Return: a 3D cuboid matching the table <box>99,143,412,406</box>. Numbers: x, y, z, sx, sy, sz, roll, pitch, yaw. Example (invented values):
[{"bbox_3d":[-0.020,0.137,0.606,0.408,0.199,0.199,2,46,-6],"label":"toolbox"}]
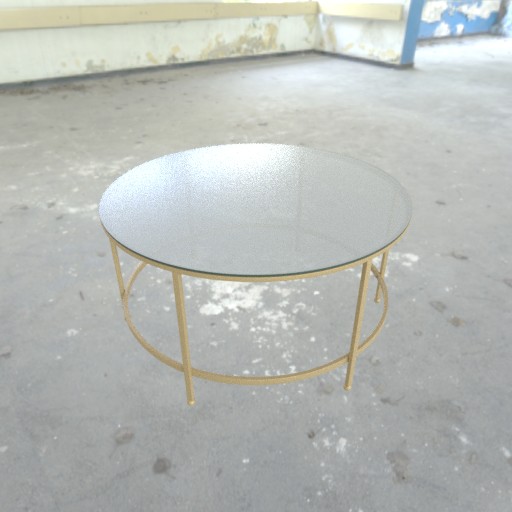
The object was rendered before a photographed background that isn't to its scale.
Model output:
[{"bbox_3d":[0.000,0.000,1.470,0.914,0.470,0.914,0,32,0],"label":"table"}]
